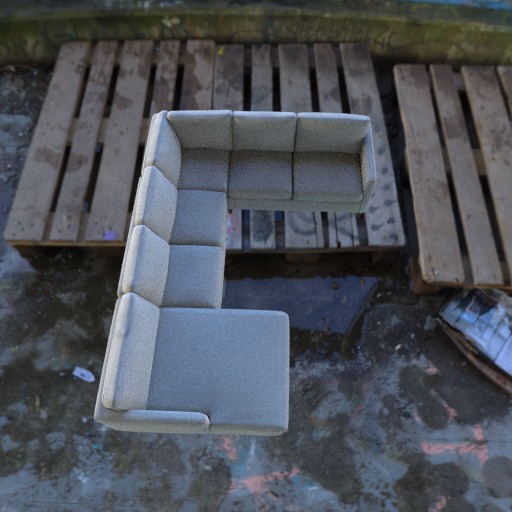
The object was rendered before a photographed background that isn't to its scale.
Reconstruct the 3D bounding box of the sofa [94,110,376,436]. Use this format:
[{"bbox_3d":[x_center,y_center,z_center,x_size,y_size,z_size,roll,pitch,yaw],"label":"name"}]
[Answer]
[{"bbox_3d":[0.000,0.000,4.625,2.593,0.959,3.460,2,62,1],"label":"sofa"}]
